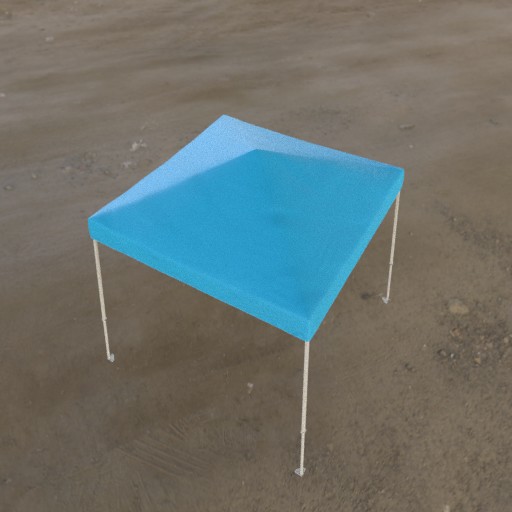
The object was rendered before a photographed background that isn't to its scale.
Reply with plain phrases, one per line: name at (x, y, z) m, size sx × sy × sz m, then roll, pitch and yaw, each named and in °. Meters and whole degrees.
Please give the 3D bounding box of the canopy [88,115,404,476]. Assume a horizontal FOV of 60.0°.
canopy at (0.000, 0.000, 6.504) m, size 3.600 × 3.600 × 3.599 m, roll 23°, pitch 50°, yaw 21°
